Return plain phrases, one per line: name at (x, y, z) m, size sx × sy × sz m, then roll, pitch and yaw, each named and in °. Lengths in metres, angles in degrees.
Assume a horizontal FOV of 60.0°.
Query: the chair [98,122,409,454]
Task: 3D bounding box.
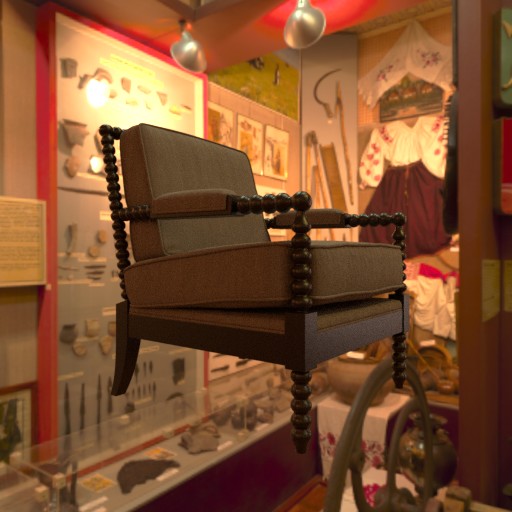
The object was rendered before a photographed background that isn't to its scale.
chair at (0.000, 0.000, 1.102) m, size 0.622 × 0.661 × 0.540 m, roll 0°, pitch 0°, yaw 38°
